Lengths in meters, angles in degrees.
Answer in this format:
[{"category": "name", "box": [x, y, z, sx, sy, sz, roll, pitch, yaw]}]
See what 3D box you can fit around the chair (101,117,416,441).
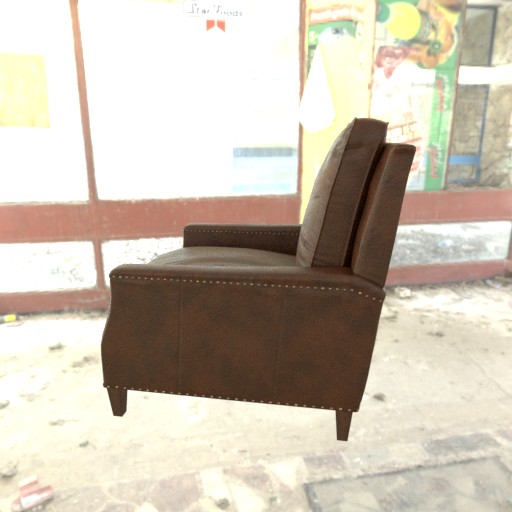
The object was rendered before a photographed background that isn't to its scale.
[{"category": "chair", "box": [0.000, 0.000, 1.804, 1.035, 1.054, 0.854, 3, 15, 9]}]
